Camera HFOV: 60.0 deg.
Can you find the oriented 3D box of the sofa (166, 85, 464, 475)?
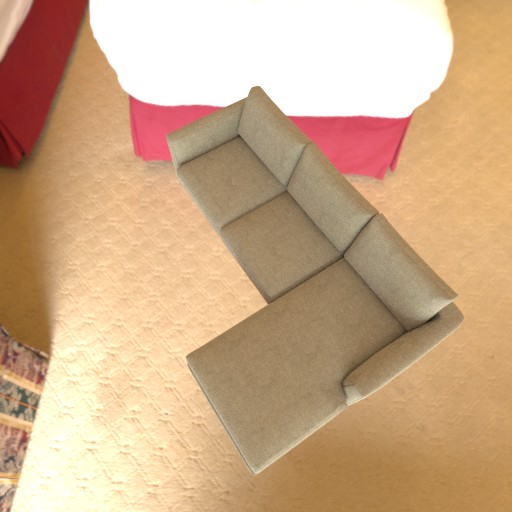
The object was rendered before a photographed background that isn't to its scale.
[{"bbox_3d":[0.000,0.000,3.226,1.626,0.864,2.438,-30,66,-15],"label":"sofa"}]
